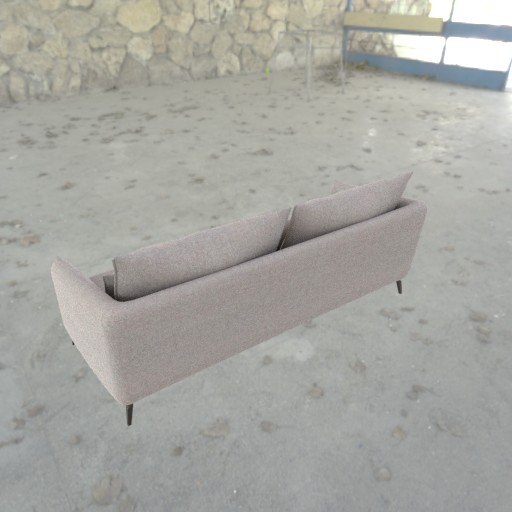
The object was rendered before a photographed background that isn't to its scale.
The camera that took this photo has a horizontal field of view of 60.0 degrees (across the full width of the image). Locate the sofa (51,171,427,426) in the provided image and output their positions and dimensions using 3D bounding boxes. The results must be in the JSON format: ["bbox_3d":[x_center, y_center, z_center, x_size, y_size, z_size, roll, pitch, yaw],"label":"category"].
[{"bbox_3d":[0.000,0.000,2.483,2.022,0.833,0.809,-19,35,-29],"label":"sofa"}]
